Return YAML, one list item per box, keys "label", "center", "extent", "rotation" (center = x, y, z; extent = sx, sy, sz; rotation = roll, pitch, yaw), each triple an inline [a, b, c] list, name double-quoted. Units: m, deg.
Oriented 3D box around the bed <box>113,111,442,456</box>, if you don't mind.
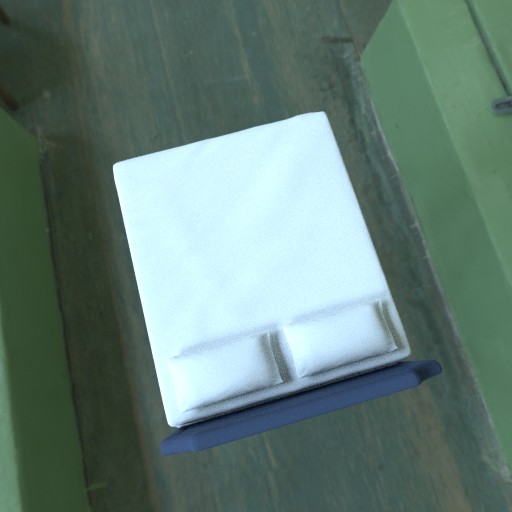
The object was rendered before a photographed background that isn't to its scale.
- label: "bed"
  center: [0.000, 0.000, 4.077]
  extent: [2.350, 1.488, 2.773]
  rotation: [-15, 76, -4]
